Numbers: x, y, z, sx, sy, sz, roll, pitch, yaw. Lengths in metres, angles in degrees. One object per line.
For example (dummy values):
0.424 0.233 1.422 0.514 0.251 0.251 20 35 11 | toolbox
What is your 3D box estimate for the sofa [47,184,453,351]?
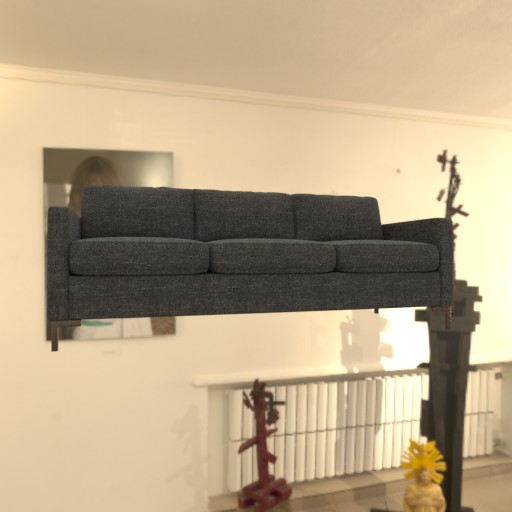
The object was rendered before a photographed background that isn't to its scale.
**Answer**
0.000 0.000 2.706 2.218 0.874 0.859 0 0 -17 | sofa
